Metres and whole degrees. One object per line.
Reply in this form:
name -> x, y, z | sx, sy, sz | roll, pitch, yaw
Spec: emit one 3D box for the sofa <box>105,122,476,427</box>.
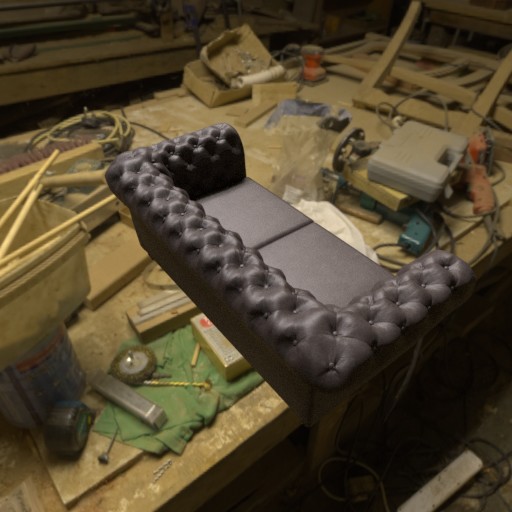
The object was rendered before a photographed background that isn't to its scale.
sofa -> 0.000, 0.000, 2.542 | 0.944, 0.779, 2.048 | -27, 47, -28
